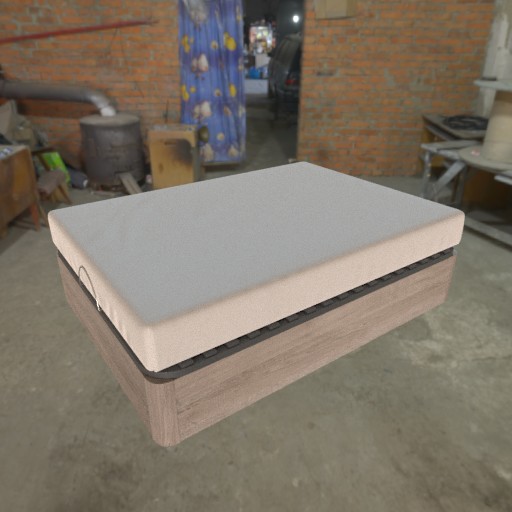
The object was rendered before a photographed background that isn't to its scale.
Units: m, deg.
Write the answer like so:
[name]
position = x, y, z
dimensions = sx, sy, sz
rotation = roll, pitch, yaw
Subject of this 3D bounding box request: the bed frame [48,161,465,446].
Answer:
[bed frame]
position = 0.000, 0.000, 2.564
dimensions = 1.900, 0.561, 1.400
rotation = -18, 31, -31
